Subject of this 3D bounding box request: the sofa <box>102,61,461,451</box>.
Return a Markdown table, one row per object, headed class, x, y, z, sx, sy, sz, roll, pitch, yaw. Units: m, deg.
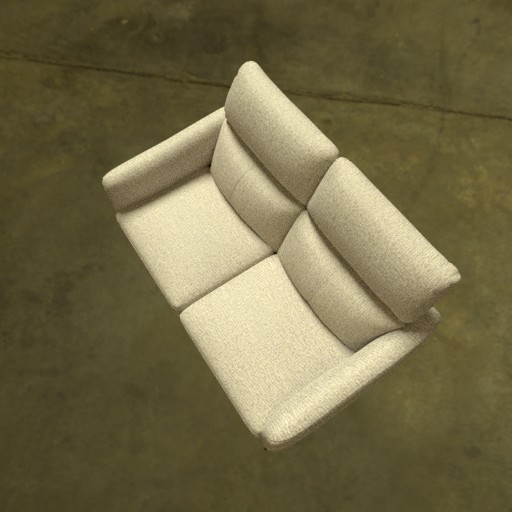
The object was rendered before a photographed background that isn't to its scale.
| class | x | y | z | sx | sy | sz | roll | pitch | yaw |
| --- | --- | --- | --- | --- | --- | --- | --- | --- | --- |
| sofa | 0.000 | 0.000 | 2.097 | 0.905 | 0.950 | 1.540 | -31 | 68 | -15 |
